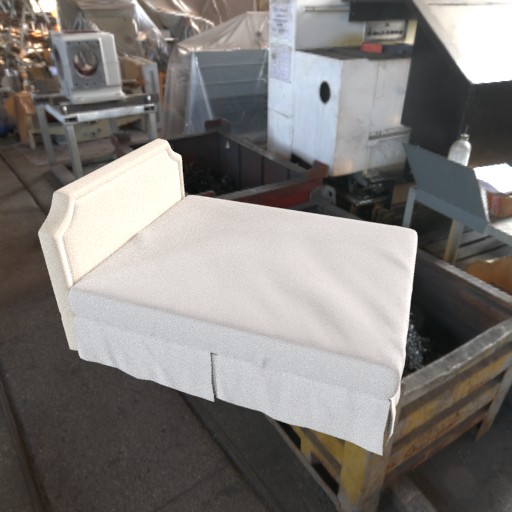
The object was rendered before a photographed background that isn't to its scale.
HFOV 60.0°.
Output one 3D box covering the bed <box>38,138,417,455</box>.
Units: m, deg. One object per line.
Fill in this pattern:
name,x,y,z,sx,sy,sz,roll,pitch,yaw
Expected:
bed,0.000,0.000,3.557,2.498,1.293,1.977,11,33,17
